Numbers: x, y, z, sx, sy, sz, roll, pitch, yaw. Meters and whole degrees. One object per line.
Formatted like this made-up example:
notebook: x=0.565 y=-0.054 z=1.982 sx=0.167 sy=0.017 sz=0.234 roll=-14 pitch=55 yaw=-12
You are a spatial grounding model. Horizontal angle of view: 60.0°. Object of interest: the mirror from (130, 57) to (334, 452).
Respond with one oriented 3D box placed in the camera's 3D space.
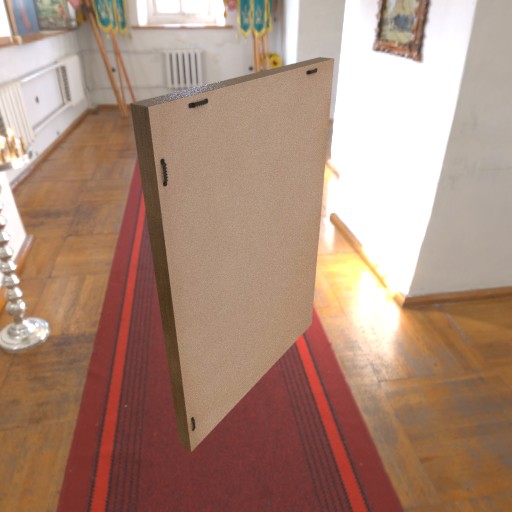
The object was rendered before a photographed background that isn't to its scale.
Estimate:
mirror: x=0.000 y=0.000 z=0.931 sx=0.040 sy=0.710 sz=0.507 roll=21 pitch=38 yaw=30
